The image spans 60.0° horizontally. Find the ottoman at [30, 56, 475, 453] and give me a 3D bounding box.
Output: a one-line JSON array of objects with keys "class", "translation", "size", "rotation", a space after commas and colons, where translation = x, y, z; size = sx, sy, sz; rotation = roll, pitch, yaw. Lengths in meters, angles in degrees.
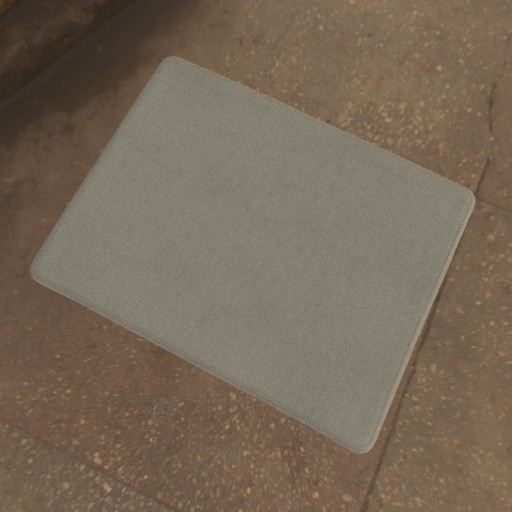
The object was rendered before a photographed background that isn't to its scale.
[{"class": "ottoman", "translation": [0.000, 0.000, 1.191], "size": [0.833, 0.461, 0.648], "rotation": [26, 78, 6]}]
